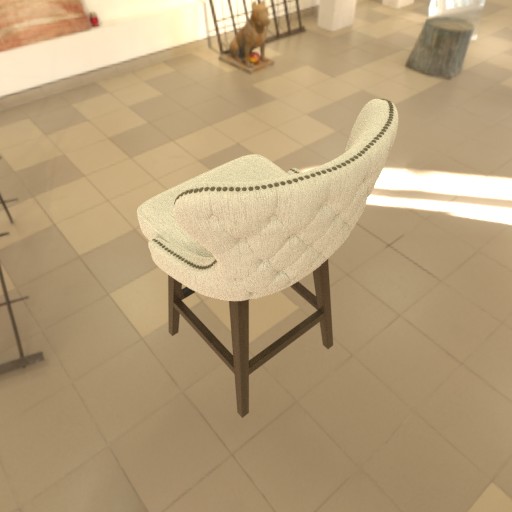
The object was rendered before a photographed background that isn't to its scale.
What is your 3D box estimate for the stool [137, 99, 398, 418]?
[{"bbox_3d":[0.000,0.000,1.356,0.615,0.972,0.597,-31,53,-27],"label":"stool"}]
